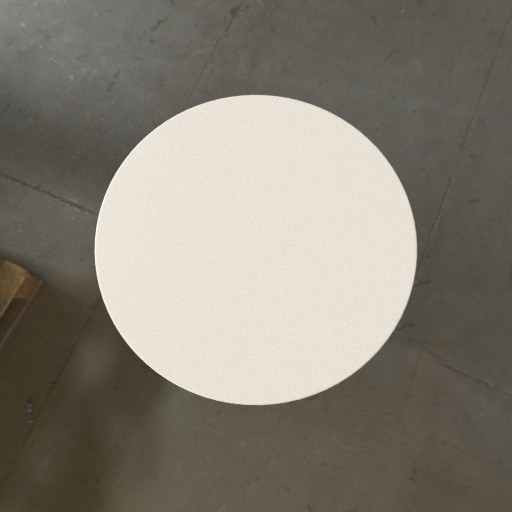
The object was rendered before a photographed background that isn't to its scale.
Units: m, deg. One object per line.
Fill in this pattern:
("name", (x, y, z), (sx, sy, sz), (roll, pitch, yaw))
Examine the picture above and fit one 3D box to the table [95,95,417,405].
("table", (0.000, 0.000, 1.475), (0.910, 0.457, 0.910), (0, 75, 0))
